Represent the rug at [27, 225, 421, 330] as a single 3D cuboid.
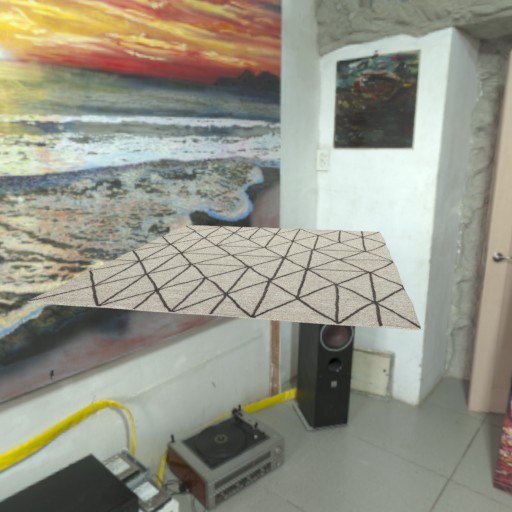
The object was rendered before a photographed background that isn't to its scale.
[{"bbox_3d":[0.000,0.000,4.105,2.468,0.022,3.061,3,14,11],"label":"rug"}]
